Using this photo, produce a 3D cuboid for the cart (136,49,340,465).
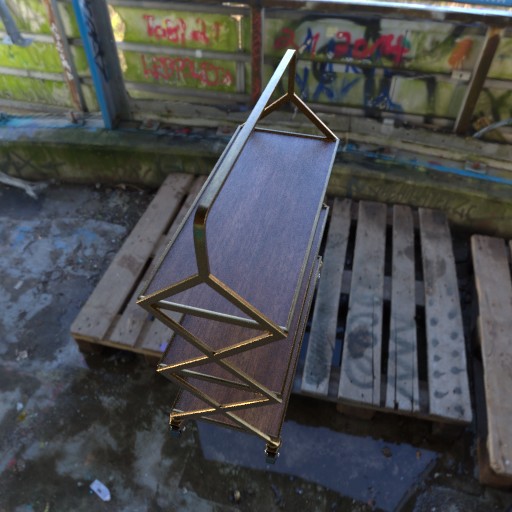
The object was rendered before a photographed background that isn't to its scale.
[{"bbox_3d":[0.000,0.000,1.152,0.313,0.805,0.723,11,46,11],"label":"cart"}]
